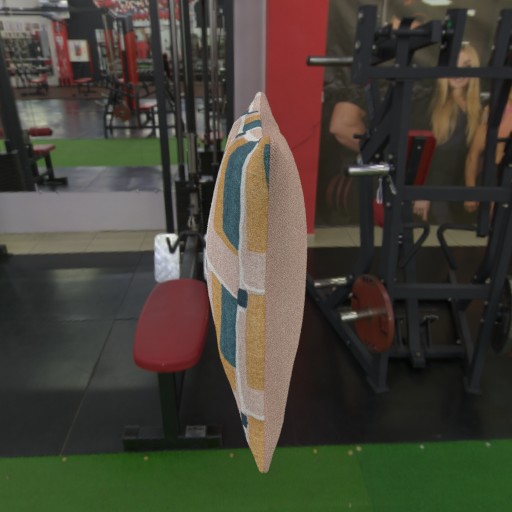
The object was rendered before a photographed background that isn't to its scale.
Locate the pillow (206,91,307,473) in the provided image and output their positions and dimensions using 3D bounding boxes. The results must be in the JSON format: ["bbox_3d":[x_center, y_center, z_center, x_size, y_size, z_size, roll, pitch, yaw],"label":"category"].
[{"bbox_3d":[0.000,0.000,0.746,0.158,0.479,0.478,0,26,0],"label":"pillow"}]
